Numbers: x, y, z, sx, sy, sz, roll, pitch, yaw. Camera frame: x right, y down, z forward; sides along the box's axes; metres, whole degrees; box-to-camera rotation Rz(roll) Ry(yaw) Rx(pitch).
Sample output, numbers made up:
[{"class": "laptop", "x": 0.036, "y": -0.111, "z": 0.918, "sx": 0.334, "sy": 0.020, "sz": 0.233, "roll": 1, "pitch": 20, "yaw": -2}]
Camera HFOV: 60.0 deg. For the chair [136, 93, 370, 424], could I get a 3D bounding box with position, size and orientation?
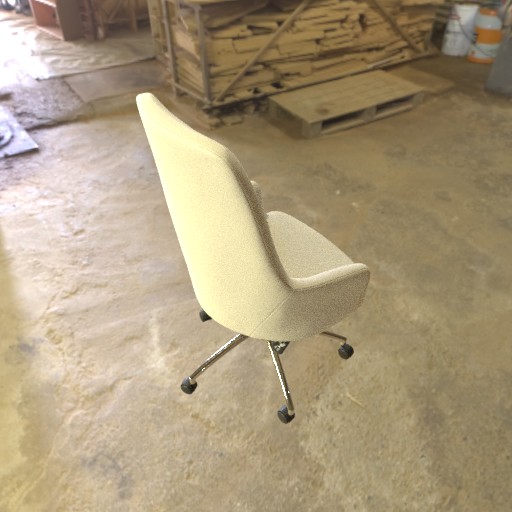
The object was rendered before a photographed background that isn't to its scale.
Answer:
[{"class": "chair", "x": 0.000, "y": 0.000, "z": 1.426, "sx": 0.640, "sy": 1.049, "sz": 0.620, "roll": -24, "pitch": 46, "yaw": -26}]
